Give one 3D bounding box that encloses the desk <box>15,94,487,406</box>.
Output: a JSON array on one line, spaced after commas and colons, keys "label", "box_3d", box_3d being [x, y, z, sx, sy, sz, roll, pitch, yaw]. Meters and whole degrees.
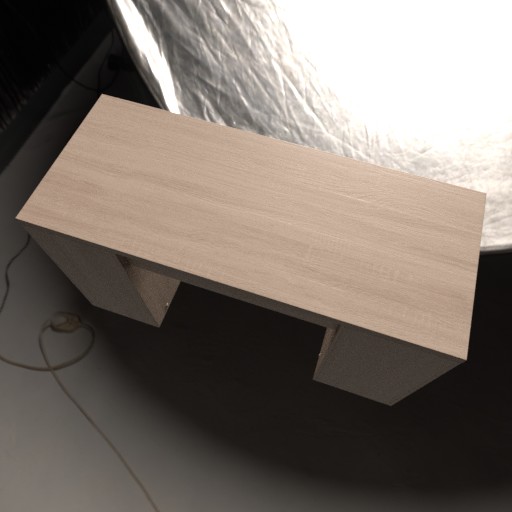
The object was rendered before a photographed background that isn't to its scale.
[{"label": "desk", "box_3d": [0.000, 0.000, 1.739, 1.390, 0.740, 0.600, 17, 64, 9]}]
